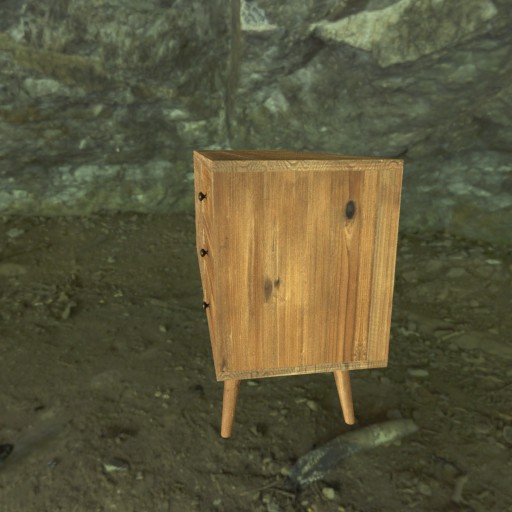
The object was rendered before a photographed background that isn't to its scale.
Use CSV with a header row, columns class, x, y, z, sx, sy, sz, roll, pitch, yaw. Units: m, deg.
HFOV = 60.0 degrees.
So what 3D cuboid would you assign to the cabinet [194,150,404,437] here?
class,x,y,z,sx,sy,sz,roll,pitch,yaw
cabinet,0.000,0.000,1.769,0.472,0.800,1.400,-2,15,-9
